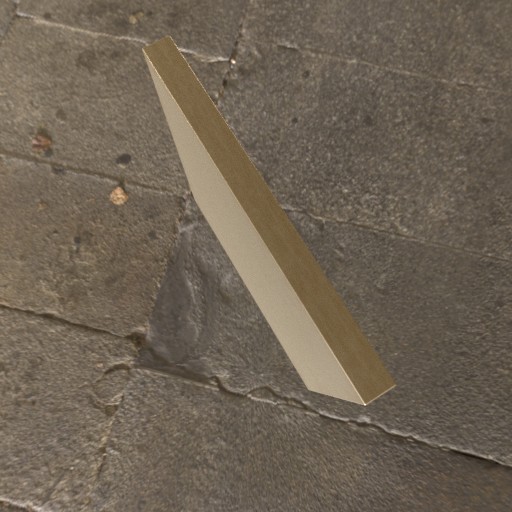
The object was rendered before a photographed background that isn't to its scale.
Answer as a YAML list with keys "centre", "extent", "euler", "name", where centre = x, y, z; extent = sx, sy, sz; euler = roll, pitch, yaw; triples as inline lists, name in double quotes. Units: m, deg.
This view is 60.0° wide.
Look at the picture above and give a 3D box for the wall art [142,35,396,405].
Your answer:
- centre: [0.000, 0.000, 0.755]
  extent: [0.040, 0.506, 0.503]
  euler: [-30, 77, -8]
  name: "wall art"
